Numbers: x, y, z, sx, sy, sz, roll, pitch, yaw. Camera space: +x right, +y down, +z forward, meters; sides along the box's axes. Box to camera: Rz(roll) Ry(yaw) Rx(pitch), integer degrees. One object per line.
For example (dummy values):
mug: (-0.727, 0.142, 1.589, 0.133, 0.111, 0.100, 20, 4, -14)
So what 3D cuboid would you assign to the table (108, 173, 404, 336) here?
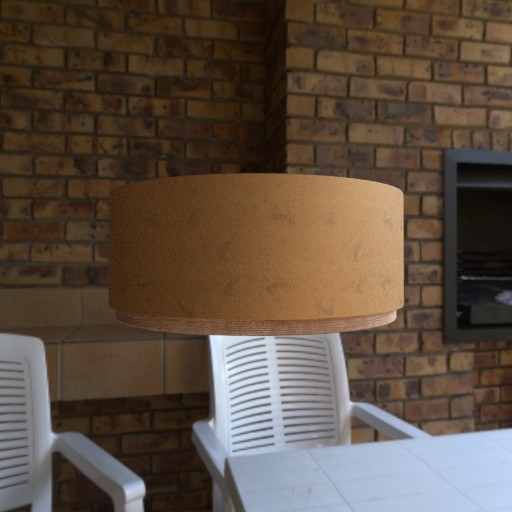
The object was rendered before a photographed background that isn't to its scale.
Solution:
table: (0.000, 0.000, 1.585, 1.001, 0.409, 1.001, 0, 0, 0)
